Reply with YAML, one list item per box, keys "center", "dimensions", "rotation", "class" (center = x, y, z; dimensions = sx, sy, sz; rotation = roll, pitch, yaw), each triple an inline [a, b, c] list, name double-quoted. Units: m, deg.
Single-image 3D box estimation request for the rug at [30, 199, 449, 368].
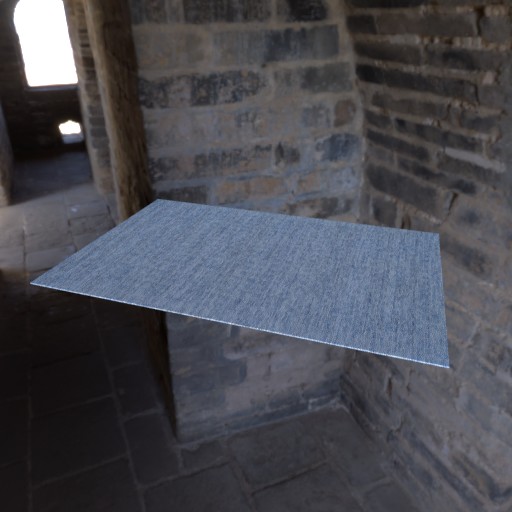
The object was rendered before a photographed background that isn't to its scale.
- center: [0.000, 0.000, 2.222]
  dimensions: [1.752, 0.006, 1.142]
  rotation: [9, 29, 16]
  class: "rug"
